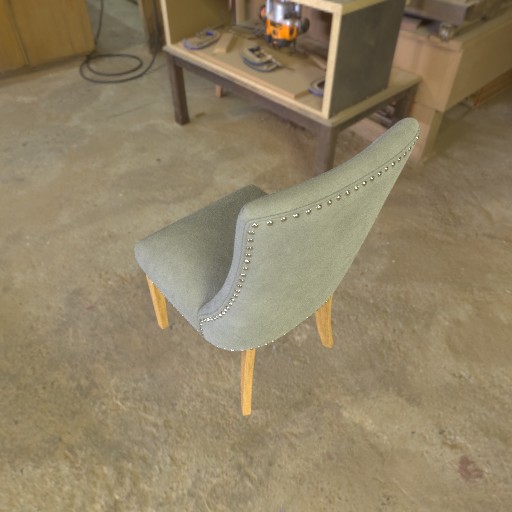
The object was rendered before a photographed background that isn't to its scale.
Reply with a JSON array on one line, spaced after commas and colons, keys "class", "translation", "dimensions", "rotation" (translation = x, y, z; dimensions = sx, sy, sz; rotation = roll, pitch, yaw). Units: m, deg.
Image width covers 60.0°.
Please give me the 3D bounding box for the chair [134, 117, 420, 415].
[{"class": "chair", "translation": [0.000, 0.000, 1.266], "dimensions": [0.495, 0.902, 0.610], "rotation": [-32, 54, -27]}]
